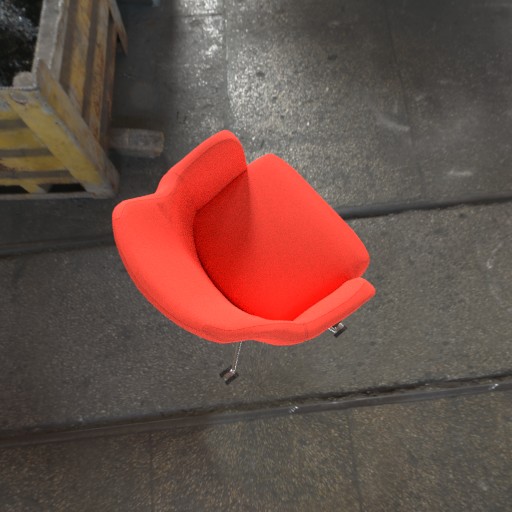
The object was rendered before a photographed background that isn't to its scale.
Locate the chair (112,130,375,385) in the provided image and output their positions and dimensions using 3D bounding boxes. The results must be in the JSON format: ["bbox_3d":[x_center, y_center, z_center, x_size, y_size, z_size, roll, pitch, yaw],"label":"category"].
[{"bbox_3d":[0.000,0.000,1.255,0.600,0.820,0.655,-38,77,-10],"label":"chair"}]
